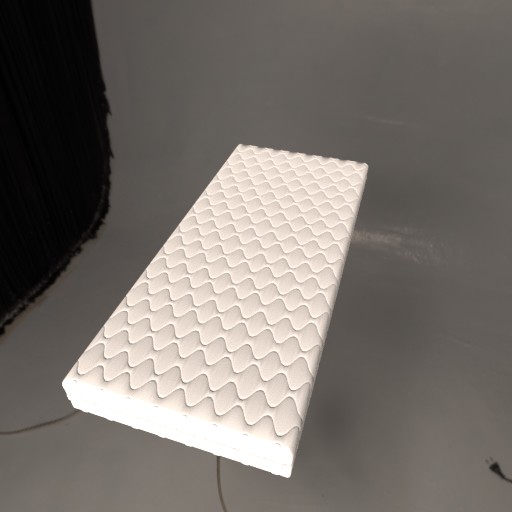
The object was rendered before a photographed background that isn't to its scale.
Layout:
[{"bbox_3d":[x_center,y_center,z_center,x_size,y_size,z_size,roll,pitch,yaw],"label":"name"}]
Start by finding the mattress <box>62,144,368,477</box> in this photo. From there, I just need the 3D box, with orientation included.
[{"bbox_3d":[0.000,0.000,2.317,0.900,0.200,2.000,12,43,13],"label":"mattress"}]
